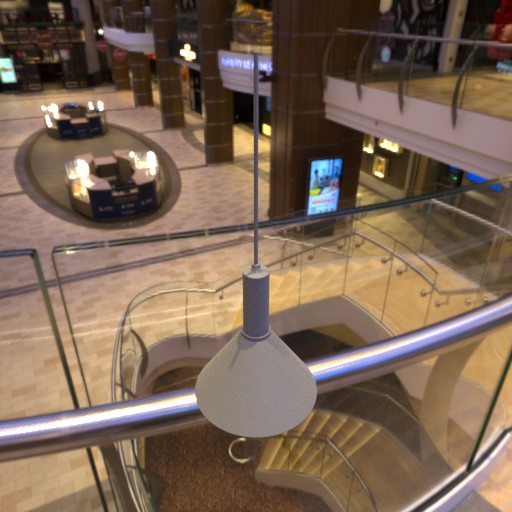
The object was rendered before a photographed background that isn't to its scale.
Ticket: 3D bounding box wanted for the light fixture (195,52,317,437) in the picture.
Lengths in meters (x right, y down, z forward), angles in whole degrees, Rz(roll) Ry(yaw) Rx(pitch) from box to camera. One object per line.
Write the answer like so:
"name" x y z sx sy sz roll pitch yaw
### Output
"light fixture" 0.000 0.000 0.814 0.267 0.683 0.267 9 31 15
